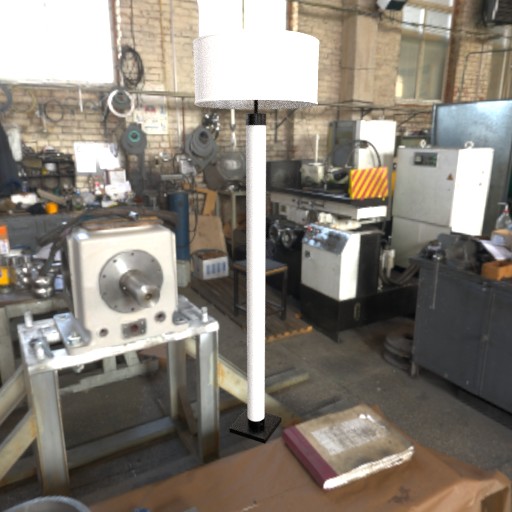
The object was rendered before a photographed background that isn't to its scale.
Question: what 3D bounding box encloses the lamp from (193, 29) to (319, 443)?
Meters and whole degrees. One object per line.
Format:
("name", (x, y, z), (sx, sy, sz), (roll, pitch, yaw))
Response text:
("lamp", (0.000, 0.000, 1.660), (0.420, 1.475, 0.420), (7, 16, 26))
